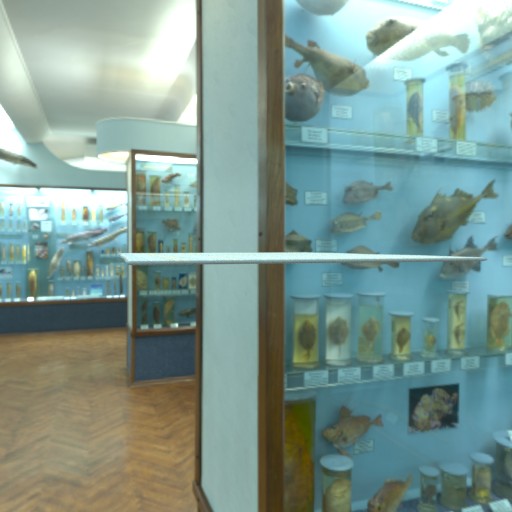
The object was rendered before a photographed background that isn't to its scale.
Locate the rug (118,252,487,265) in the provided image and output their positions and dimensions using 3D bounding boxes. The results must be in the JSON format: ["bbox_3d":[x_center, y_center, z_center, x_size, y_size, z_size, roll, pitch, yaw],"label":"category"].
[{"bbox_3d":[0.000,0.000,4.207,2.462,0.030,3.066,0,1,-18],"label":"rug"}]
